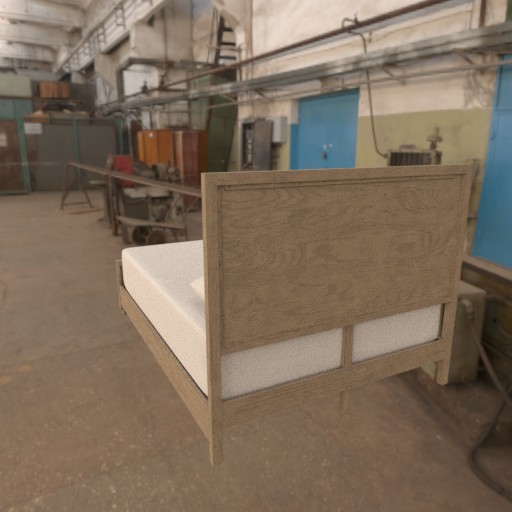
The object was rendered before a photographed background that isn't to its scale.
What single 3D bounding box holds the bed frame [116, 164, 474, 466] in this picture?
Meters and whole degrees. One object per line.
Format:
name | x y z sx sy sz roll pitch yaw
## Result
bed frame | 0.000 0.000 3.231 1.606 1.369 2.189 -7 16 -27
